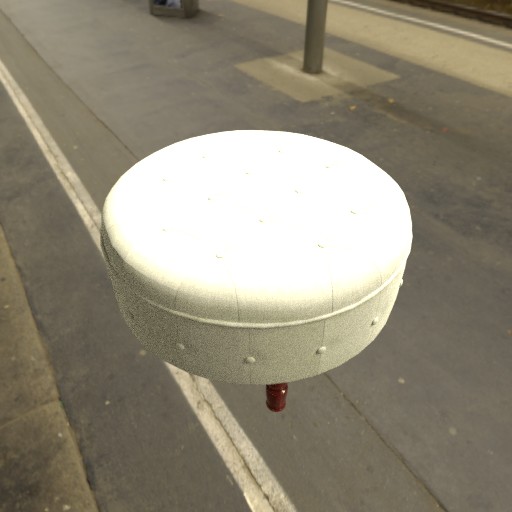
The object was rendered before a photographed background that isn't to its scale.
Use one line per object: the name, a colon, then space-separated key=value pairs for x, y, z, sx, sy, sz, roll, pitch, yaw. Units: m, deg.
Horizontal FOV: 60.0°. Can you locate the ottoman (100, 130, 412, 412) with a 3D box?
ottoman: x=0.000 y=0.000 z=1.353 sx=0.850 sy=0.483 sz=0.850 roll=0 pitch=40 yaw=0
